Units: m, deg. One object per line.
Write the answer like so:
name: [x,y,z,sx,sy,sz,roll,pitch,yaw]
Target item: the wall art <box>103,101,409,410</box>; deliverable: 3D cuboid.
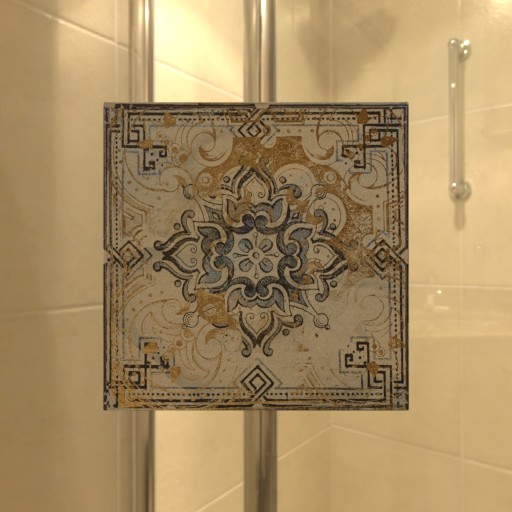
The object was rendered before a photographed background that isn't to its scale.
wall art: [0.000,0.000,0.457,0.302,0.306,0.038,0,0,0]
